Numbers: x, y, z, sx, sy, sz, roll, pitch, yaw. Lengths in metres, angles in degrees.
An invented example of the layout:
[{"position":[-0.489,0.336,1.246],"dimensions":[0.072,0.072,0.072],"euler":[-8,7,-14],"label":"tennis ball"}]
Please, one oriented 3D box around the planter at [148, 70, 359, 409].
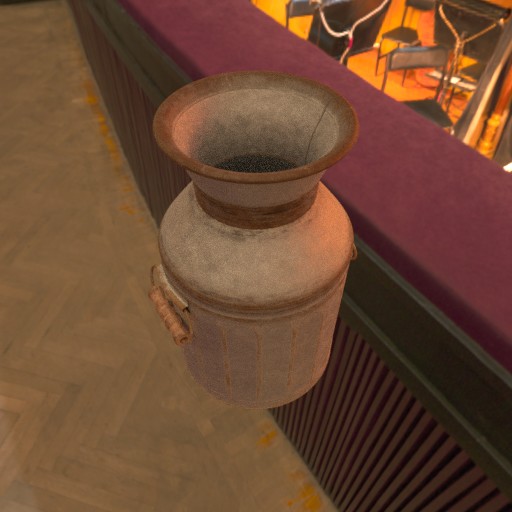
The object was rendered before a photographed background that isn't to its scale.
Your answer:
[{"position":[0.000,0.000,0.514],"dimensions":[0.248,0.358,0.215],"euler":[-25,52,-21],"label":"planter"}]
